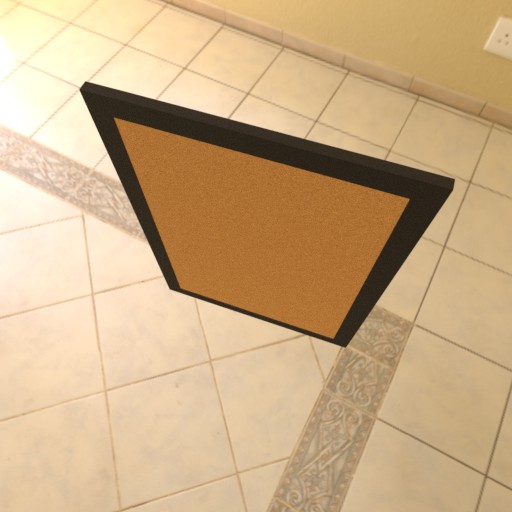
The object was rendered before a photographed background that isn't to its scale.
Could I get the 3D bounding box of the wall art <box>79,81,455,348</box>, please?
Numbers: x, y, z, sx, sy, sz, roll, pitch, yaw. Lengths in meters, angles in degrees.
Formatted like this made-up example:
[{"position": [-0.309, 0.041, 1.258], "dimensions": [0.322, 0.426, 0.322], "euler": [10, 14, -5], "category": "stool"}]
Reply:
[{"position": [0.000, 0.000, 0.667], "dimensions": [0.380, 0.534, 0.013], "euler": [17, 64, 9], "category": "wall art"}]
